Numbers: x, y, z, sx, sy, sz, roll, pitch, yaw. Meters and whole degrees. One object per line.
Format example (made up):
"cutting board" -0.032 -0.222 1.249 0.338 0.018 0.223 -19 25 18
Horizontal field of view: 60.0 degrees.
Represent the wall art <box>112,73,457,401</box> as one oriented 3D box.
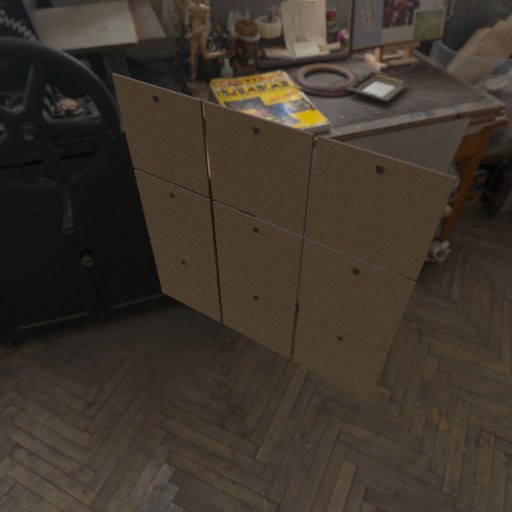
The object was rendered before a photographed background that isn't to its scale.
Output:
"wall art" 0.000 0.000 2.268 1.533 1.532 0.019 24 50 22
